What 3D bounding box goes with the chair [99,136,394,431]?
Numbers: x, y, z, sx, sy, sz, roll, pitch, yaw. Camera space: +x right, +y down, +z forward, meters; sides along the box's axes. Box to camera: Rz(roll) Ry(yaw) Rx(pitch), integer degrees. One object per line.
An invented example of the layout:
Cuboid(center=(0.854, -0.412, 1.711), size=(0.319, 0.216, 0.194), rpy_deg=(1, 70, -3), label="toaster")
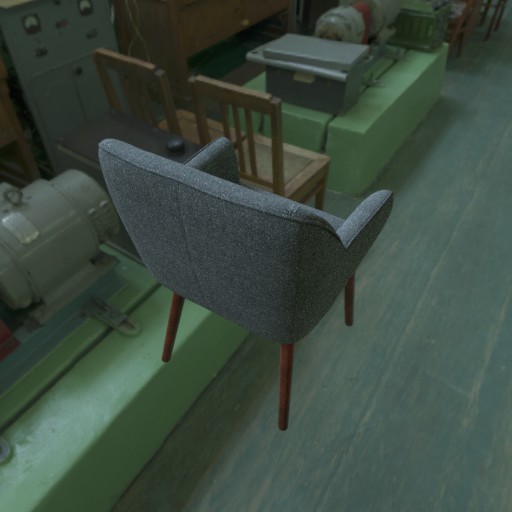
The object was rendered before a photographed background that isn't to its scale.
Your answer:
Cuboid(center=(0.000, 0.000, 1.186), size=(0.543, 0.803, 0.519), rpy_deg=(23, 49, 22), label="chair")
